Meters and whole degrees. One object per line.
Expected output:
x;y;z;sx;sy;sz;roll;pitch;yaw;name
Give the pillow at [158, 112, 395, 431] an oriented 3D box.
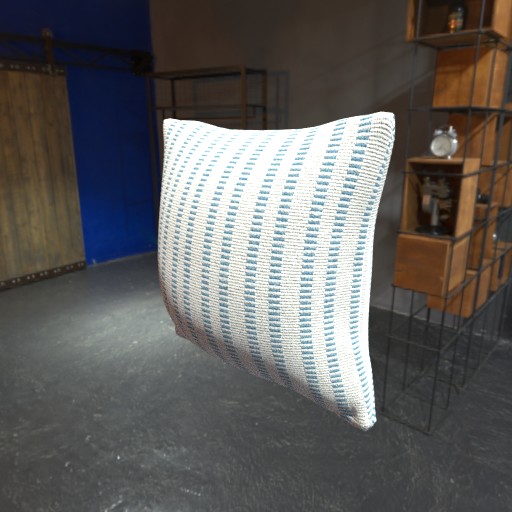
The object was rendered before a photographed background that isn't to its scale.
0.000;0.000;0.694;0.438;0.419;0.247;15;21;41;pillow
